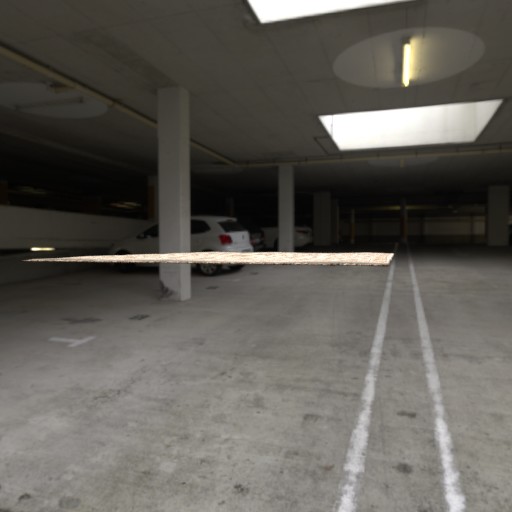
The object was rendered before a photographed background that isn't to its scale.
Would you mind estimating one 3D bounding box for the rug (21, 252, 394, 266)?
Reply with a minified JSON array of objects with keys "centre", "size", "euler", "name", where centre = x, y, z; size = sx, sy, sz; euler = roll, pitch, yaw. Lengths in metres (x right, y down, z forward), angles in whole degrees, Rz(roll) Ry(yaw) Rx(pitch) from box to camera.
[{"centre":[0.000,0.000,4.110],"size":[2.426,0.034,3.061],"euler":[0,1,18],"name":"rug"}]
